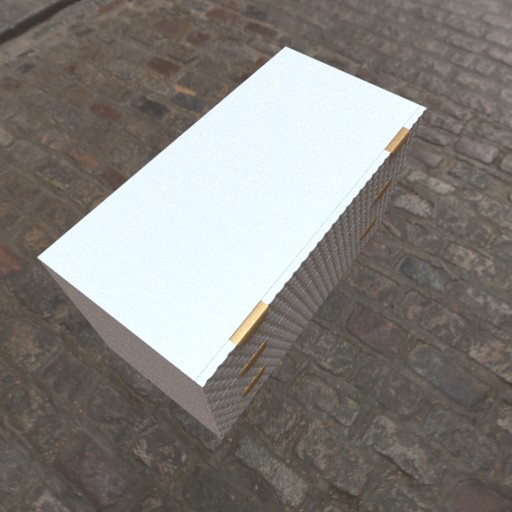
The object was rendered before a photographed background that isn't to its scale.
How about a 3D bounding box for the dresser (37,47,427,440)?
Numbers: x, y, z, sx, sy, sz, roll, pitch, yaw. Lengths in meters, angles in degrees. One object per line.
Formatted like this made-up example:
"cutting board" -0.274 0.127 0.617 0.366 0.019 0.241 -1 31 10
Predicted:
"dresser" 0.000 0.000 1.344 0.457 0.721 0.905 32 64 18
